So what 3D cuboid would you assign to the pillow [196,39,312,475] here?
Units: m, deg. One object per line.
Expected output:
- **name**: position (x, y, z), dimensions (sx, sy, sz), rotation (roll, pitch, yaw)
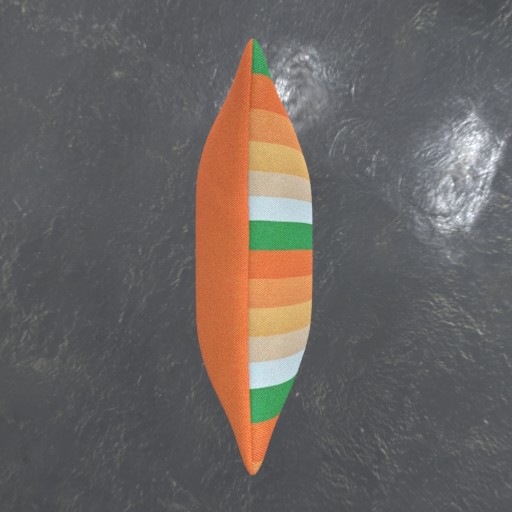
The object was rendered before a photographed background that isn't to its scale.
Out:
- **pillow**: position (0.000, 0.000, 0.678), dimensions (0.169, 0.444, 0.453), rotation (0, 91, 1)
